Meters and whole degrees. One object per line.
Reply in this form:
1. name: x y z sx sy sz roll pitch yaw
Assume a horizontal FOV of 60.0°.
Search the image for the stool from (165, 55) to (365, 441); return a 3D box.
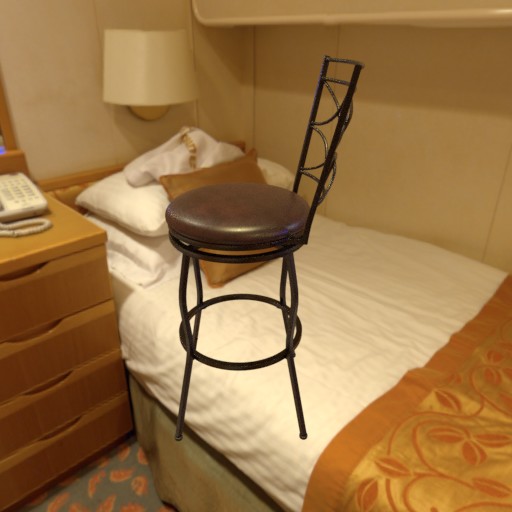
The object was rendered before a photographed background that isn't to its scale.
1. stool: 0.000 0.000 1.373 0.534 1.117 0.434 0 27 -1
